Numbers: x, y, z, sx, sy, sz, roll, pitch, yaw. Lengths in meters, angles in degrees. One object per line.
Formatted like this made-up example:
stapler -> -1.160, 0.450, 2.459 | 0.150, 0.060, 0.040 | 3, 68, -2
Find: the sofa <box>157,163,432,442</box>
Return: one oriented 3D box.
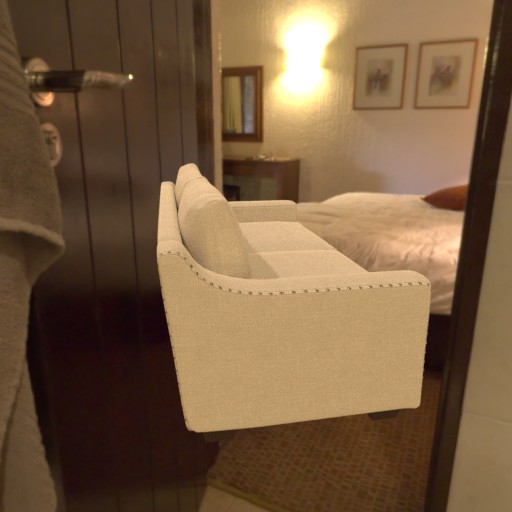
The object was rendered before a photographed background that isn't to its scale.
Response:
sofa -> 0.000, 0.000, 2.682 | 1.104, 0.983, 2.107 | -3, 16, -11
